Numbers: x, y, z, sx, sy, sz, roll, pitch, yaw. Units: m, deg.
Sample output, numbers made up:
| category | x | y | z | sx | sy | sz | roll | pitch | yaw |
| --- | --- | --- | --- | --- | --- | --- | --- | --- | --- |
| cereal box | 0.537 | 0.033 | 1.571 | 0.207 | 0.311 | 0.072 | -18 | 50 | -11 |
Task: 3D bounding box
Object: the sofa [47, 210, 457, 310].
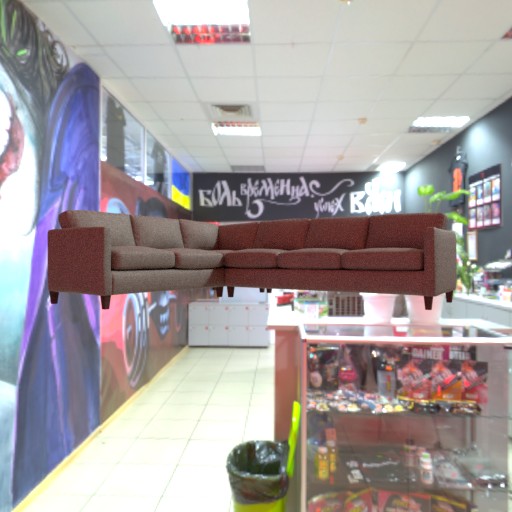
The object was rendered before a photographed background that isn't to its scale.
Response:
| category | x | y | z | sx | sy | sz | roll | pitch | yaw |
| --- | --- | --- | --- | --- | --- | --- | --- | --- | --- |
| sofa | 0.000 | 0.000 | 4.456 | 3.302 | 0.947 | 2.593 | 0 | -1 | 35 |
